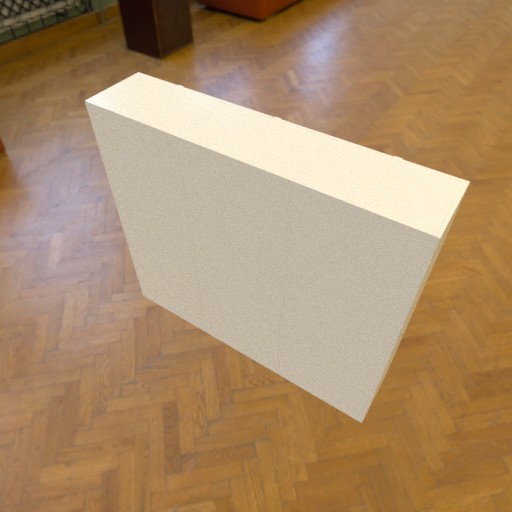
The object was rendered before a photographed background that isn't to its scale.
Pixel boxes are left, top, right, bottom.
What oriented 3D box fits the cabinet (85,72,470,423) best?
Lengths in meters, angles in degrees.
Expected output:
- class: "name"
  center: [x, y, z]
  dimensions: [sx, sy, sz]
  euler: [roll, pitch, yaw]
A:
- class: "cabinet"
  center: [0.000, 0.000, 3.867]
  dimensions: [2.700, 2.370, 0.590]
  euler: [25, 52, 22]
